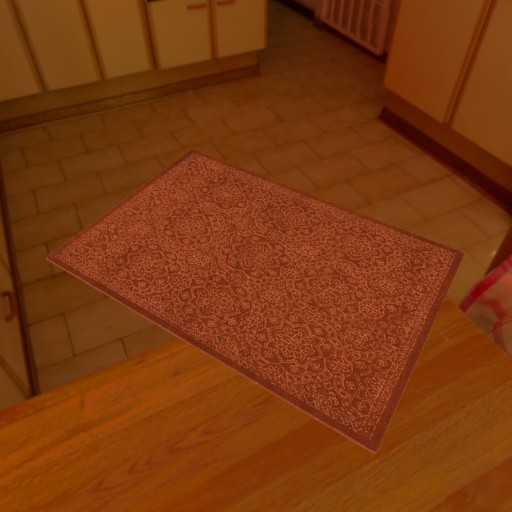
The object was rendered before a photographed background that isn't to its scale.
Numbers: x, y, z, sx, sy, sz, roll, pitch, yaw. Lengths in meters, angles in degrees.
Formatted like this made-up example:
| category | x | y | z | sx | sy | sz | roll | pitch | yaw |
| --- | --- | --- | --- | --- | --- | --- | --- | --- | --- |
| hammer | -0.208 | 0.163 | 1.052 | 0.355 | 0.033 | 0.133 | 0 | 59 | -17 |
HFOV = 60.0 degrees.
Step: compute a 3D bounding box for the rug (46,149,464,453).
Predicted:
| category | x | y | z | sx | sy | sz | roll | pitch | yaw |
| --- | --- | --- | --- | --- | --- | --- | --- | --- | --- |
| rug | 0.000 | 0.000 | 2.320 | 1.829 | 0.010 | 1.219 | 25 | 51 | 22 |
